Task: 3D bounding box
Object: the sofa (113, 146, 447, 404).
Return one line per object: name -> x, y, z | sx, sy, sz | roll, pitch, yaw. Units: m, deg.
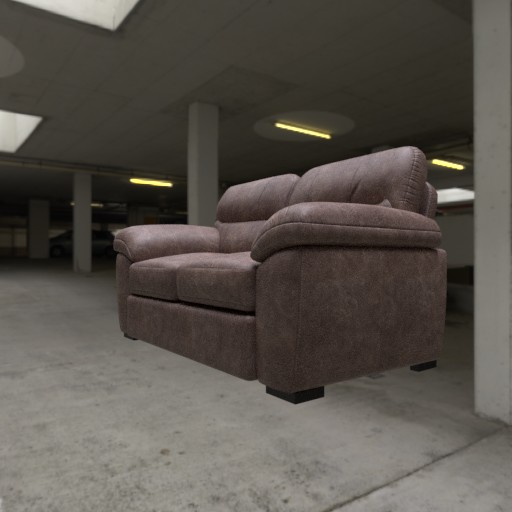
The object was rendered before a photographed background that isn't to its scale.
sofa -> 0.000, 0.000, 2.366 | 0.991, 0.991, 1.753 | 0, 0, -37
